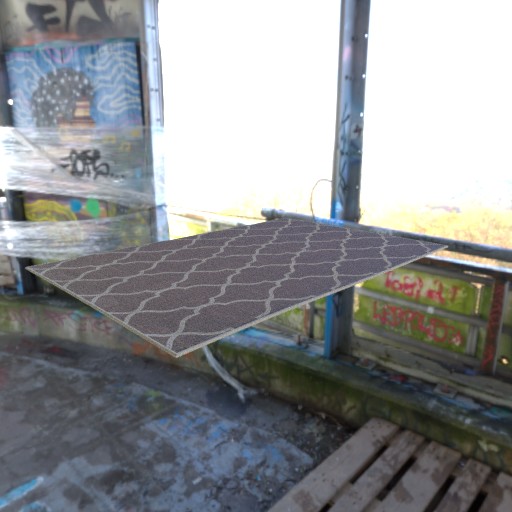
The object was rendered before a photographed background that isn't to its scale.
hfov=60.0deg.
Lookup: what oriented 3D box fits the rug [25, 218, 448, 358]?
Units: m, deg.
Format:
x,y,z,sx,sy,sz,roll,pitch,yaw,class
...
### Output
x,y,z,sx,sy,sz,roll,pitch,yaw,class
0.000,0.000,2.842,2.294,0.014,1.528,-15,21,-43,rug
